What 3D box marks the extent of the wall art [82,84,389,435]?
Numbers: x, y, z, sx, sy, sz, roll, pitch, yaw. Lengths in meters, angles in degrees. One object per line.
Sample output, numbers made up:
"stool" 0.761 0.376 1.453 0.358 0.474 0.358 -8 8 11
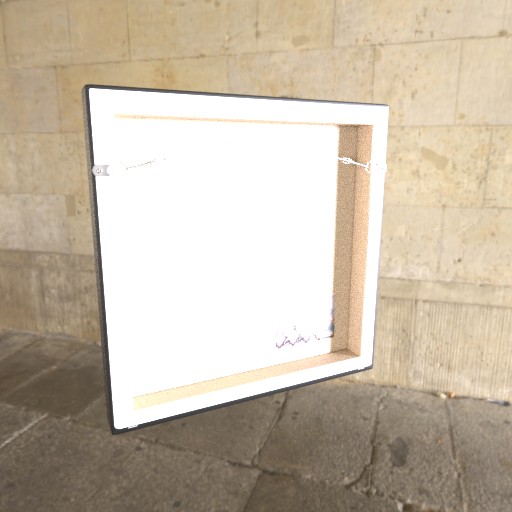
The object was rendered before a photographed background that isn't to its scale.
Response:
"wall art" 0.000 0.000 0.597 0.406 0.407 0.041 -6 14 -25
